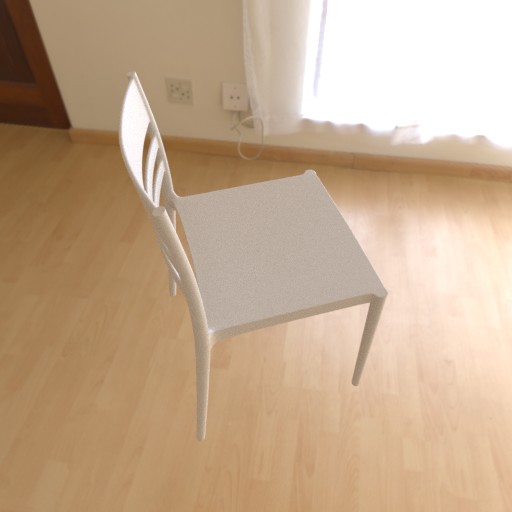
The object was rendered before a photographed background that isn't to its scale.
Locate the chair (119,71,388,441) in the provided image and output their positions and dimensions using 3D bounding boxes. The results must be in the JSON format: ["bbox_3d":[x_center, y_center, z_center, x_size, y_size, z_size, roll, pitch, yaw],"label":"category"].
[{"bbox_3d":[0.000,0.000,1.123,0.511,0.800,0.531,-12,49,-11],"label":"chair"}]
